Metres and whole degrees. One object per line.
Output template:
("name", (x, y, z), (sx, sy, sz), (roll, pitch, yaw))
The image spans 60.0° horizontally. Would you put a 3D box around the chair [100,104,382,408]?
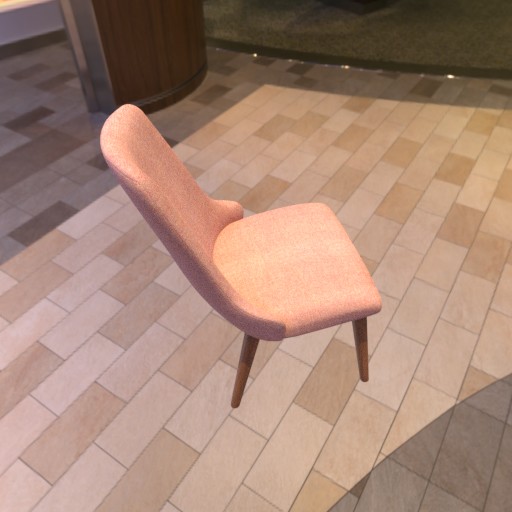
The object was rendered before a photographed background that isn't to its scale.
("chair", (0.000, 0.000, 1.356), (0.707, 0.918, 0.535), (-9, 46, -9))
